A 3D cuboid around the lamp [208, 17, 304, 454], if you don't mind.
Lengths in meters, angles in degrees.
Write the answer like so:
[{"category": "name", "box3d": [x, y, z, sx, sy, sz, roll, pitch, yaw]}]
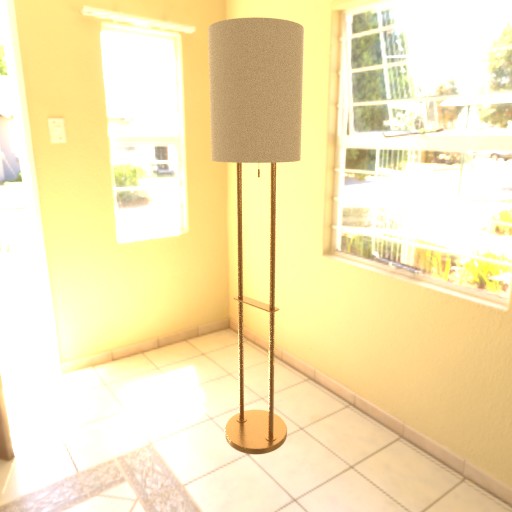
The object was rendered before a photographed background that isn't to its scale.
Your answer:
[{"category": "lamp", "box3d": [0.000, 0.000, 1.613, 0.306, 1.500, 0.305, 14, 21, 43]}]
